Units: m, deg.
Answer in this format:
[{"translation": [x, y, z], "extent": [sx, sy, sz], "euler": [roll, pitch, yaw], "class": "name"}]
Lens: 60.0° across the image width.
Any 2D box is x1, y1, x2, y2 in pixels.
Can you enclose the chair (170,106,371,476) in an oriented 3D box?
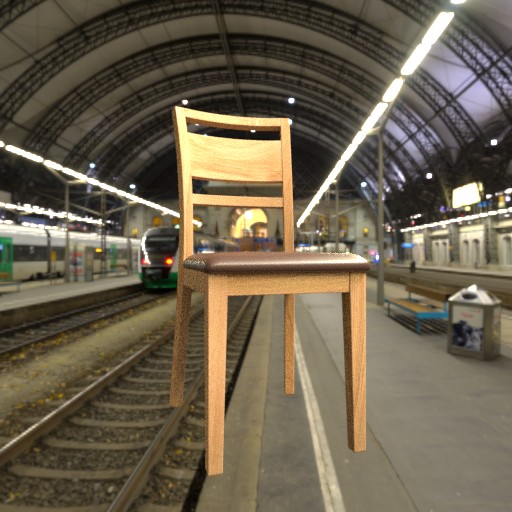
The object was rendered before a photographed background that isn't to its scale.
[{"translation": [0.000, 0.000, 1.245], "extent": [0.420, 0.940, 0.545], "euler": [0, 0, -19], "class": "chair"}]
